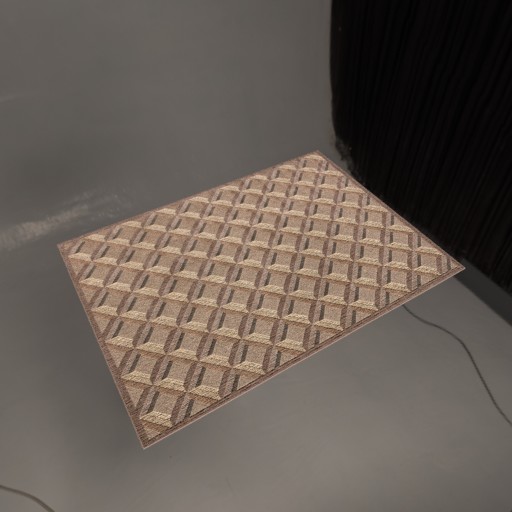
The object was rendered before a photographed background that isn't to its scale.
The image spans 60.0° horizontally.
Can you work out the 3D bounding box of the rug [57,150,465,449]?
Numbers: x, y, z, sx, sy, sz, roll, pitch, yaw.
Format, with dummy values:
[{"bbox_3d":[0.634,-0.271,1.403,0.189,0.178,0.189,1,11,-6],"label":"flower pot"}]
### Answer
[{"bbox_3d":[0.000,0.000,4.390,3.294,0.018,2.382,-24,51,-21],"label":"rug"}]
